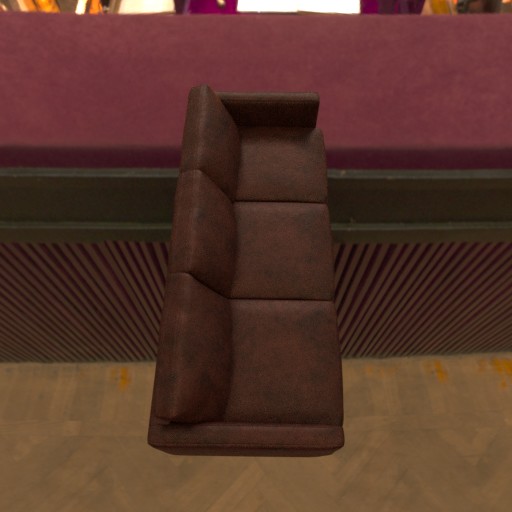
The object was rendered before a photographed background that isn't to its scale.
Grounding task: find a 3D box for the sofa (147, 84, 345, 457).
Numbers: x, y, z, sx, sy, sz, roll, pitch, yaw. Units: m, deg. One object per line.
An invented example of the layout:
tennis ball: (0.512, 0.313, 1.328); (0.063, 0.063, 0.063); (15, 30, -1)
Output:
sofa: (0.000, 0.000, 3.007); (1.045, 1.006, 2.464); (1, 62, 0)
